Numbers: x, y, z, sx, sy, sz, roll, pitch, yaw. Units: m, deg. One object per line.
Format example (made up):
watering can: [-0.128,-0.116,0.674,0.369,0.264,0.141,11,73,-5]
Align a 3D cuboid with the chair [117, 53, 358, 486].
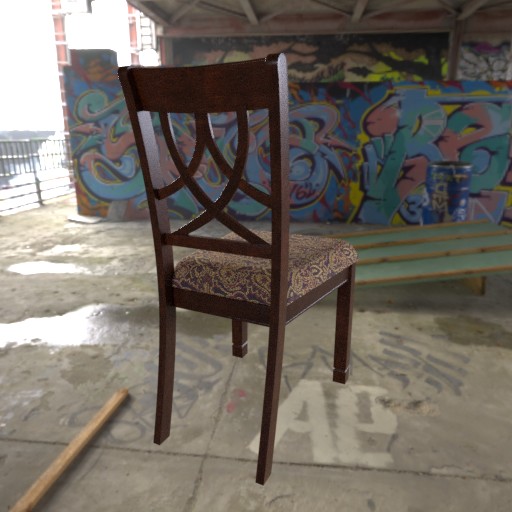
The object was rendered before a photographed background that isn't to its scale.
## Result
chair: [0.000,0.000,1.265,0.457,0.965,0.584,8,18,26]
